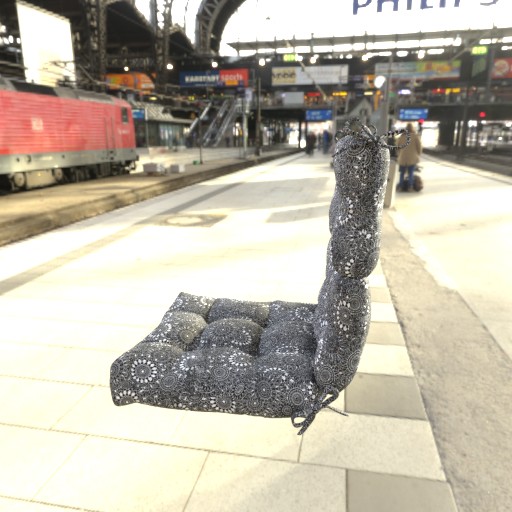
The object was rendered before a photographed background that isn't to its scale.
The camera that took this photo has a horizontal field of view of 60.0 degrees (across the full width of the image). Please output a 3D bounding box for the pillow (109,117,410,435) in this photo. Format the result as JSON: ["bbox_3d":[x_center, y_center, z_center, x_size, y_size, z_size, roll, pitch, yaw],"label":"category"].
[{"bbox_3d":[0.000,0.000,1.040,0.571,0.605,0.519,2,15,8],"label":"pillow"}]
